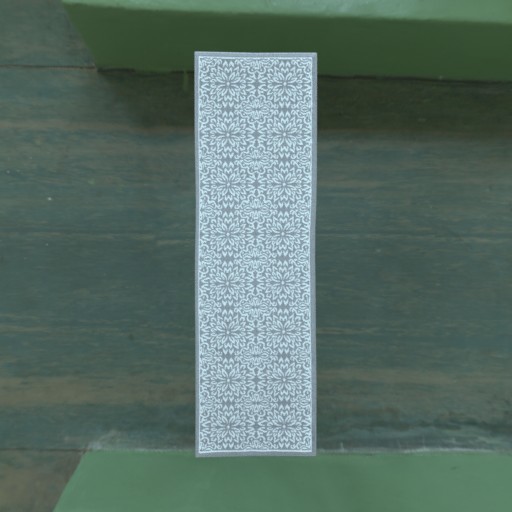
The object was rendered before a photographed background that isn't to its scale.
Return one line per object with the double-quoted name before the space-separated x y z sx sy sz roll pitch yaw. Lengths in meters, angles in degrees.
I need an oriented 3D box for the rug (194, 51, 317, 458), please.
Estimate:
"rug" 0.000 0.000 2.402 0.662 0.011 2.196 0 91 -1
